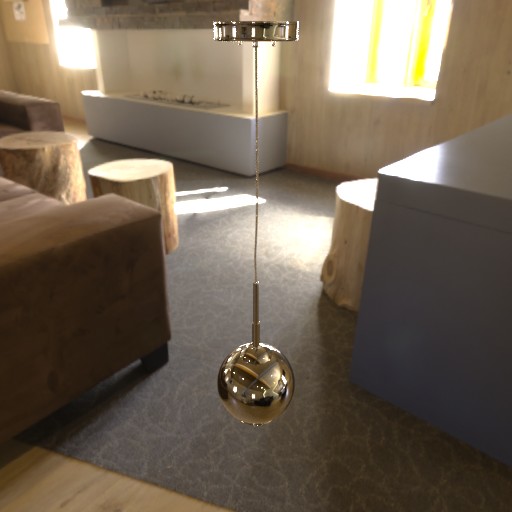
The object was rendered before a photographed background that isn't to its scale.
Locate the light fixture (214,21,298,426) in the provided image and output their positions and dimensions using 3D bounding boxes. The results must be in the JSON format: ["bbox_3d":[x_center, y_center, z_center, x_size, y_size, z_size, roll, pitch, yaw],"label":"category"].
[{"bbox_3d":[0.000,0.000,1.647,0.336,1.538,0.336,-17,32,-30],"label":"light fixture"}]
